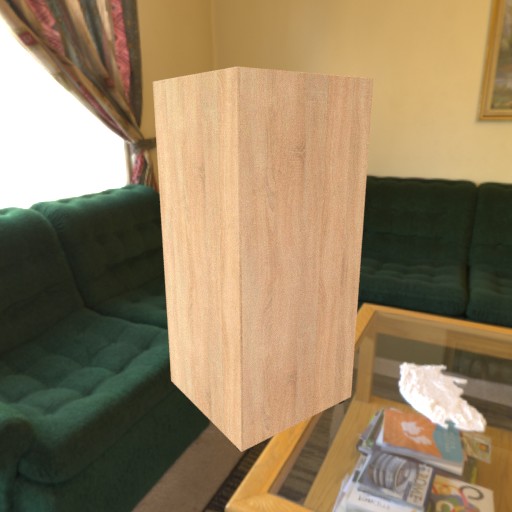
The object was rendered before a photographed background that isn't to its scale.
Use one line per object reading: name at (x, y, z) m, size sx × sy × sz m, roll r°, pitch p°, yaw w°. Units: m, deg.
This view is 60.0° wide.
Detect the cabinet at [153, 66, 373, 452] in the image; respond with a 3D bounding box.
cabinet at (0.000, 0.000, 2.836) m, size 1.327 × 2.120 × 1.094 m, roll 3°, pitch 17°, yaw 9°
